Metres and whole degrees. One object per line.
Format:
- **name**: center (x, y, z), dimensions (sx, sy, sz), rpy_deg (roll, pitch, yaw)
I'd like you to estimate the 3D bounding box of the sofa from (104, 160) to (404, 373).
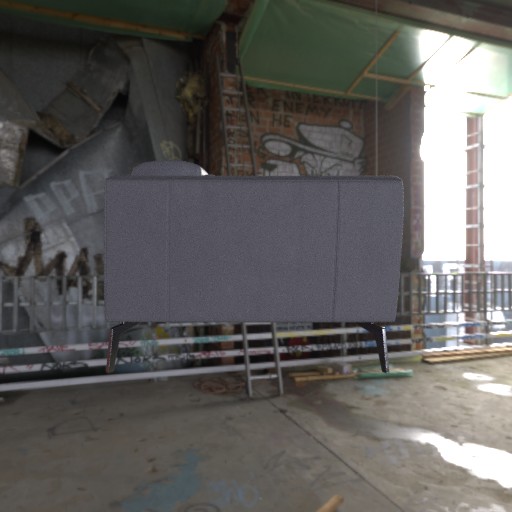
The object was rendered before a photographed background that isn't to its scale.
- **sofa**: center (0.000, 0.000, 2.365), dimensions (1.003, 0.779, 1.895), rpy_deg (0, -1, 0)
